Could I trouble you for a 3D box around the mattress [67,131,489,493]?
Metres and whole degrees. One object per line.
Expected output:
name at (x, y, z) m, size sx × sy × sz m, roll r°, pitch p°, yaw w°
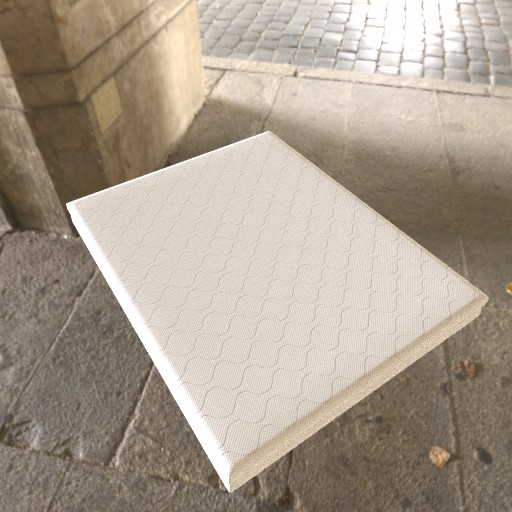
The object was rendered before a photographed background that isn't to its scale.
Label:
mattress at (0.000, 0.000, 2.637) m, size 1.600 × 0.200 × 2.000 m, roll -26°, pitch 51°, yaw -23°
